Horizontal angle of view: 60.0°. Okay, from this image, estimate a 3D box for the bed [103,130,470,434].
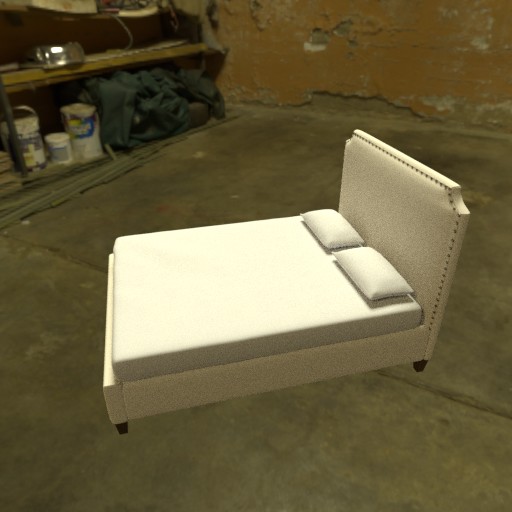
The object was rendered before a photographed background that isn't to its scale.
[{"bbox_3d":[0.000,0.000,3.501,2.372,1.497,1.712,-8,31,-13],"label":"bed"}]
